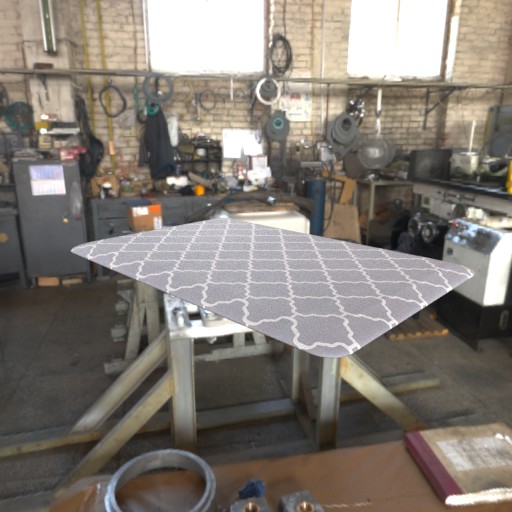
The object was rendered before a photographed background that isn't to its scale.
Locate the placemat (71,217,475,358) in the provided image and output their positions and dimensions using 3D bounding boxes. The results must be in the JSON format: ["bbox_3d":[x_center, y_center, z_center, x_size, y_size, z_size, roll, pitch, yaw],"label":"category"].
[{"bbox_3d":[0.000,0.000,0.966,0.762,0.021,0.508,15,22,42],"label":"placemat"}]
